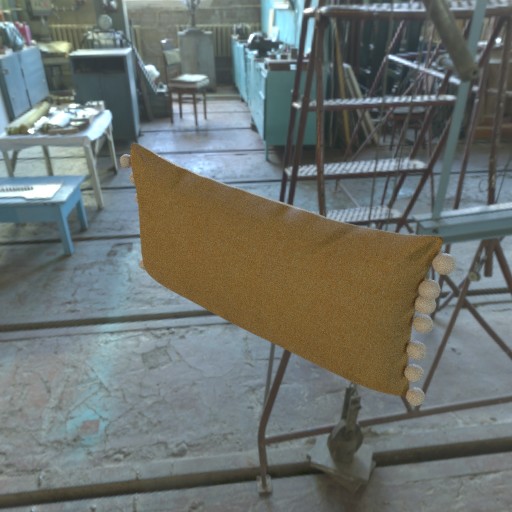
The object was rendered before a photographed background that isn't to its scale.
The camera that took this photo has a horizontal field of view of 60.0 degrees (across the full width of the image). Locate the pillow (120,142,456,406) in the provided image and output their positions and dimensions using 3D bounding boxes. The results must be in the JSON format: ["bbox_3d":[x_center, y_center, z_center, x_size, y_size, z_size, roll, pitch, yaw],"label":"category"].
[{"bbox_3d":[0.000,0.000,0.843,0.709,0.322,0.201,22,37,32],"label":"pillow"}]
